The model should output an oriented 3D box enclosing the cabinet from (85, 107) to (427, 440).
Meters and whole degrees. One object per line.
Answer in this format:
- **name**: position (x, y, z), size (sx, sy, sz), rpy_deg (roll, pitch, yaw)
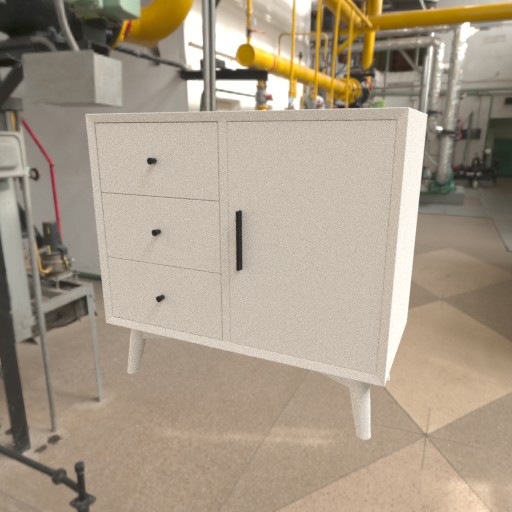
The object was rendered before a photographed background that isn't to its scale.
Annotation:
- **cabinet**: position (0.000, 0.000, 1.248), size (0.800, 0.761, 0.398), rpy_deg (7, 17, 24)
